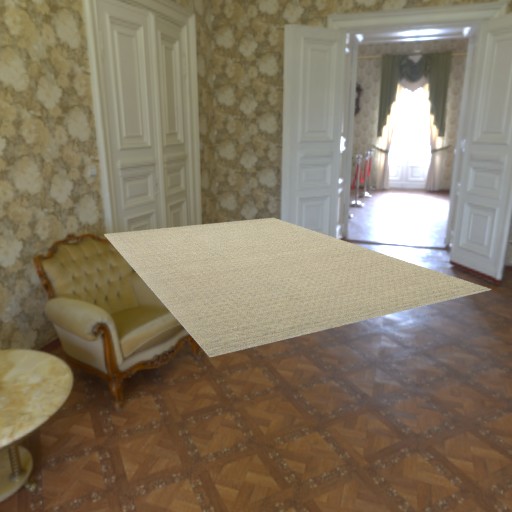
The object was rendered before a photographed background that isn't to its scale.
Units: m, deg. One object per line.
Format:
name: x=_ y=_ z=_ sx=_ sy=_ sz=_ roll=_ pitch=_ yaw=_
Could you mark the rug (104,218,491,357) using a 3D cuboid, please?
rug: x=0.000 y=0.000 z=3.712 sx=1.981 sy=0.006 sz=2.895 roll=-8 pitch=17 yaw=-26
